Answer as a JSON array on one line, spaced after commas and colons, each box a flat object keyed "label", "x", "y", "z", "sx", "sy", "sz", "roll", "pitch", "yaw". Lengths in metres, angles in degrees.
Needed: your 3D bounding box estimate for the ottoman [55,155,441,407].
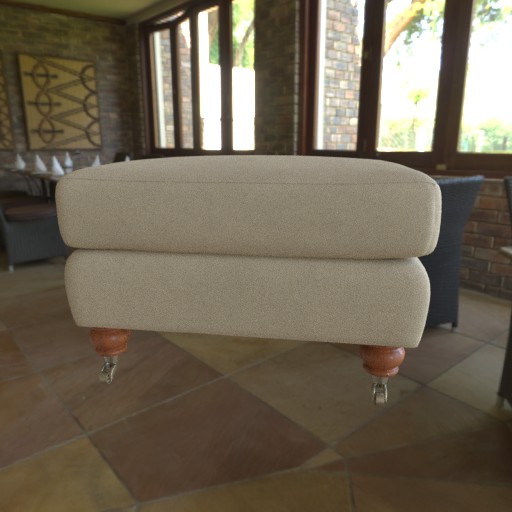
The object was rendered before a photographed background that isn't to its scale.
[{"label": "ottoman", "x": 0.000, "y": 0.000, "z": 1.143, "sx": 0.773, "sy": 0.504, "sz": 0.569, "roll": 2, "pitch": 14, "yaw": 8}]
